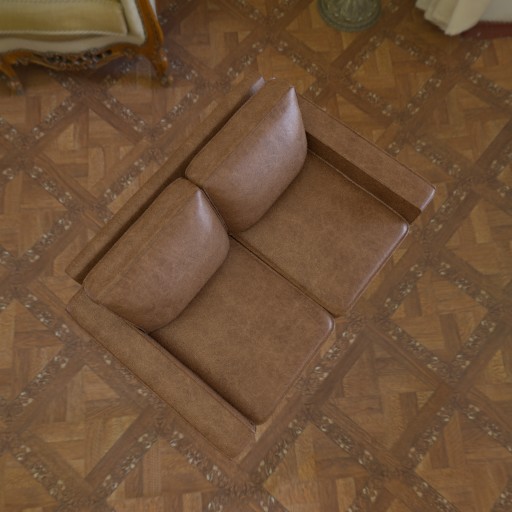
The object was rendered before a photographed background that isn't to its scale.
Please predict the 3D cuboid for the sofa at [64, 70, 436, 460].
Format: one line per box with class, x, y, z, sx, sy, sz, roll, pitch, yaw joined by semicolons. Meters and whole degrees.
sofa;0.000;0.000;2.135;1.020;0.896;1.532;38;78;9
